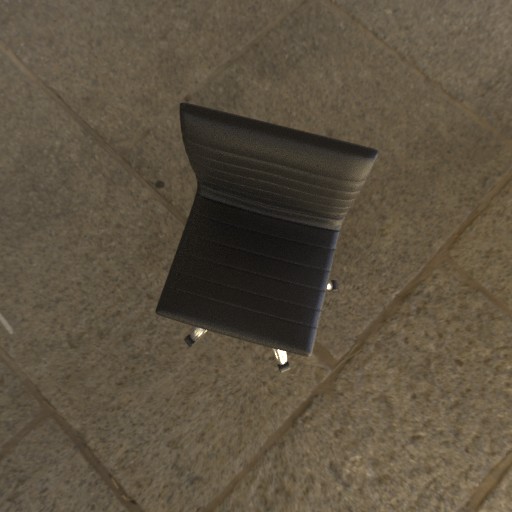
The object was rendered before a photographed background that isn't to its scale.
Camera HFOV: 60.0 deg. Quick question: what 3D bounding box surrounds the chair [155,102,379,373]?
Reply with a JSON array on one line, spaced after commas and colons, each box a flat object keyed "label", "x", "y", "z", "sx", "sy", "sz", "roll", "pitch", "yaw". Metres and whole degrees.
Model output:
[{"label": "chair", "x": 0.000, "y": 0.000, "z": 1.163, "sx": 0.556, "sy": 0.780, "sz": 0.530, "roll": 15, "pitch": 76, "yaw": 4}]
